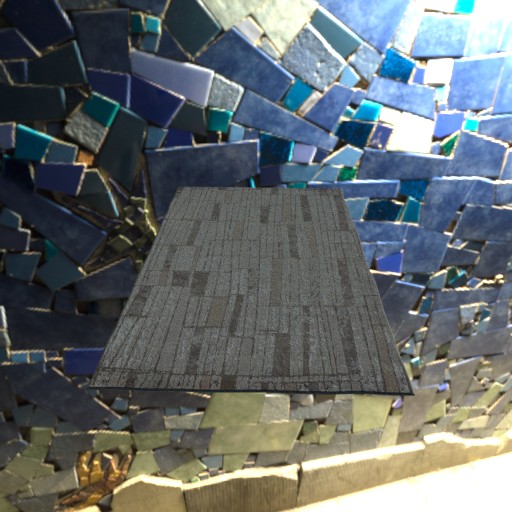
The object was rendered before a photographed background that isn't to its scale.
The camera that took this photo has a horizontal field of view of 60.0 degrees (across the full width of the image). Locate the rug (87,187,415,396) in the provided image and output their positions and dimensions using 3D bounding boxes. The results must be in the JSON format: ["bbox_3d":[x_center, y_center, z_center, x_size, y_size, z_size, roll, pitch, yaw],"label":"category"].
[{"bbox_3d":[0.000,0.000,3.093,1.531,0.023,2.444,1,31,1],"label":"rug"}]
